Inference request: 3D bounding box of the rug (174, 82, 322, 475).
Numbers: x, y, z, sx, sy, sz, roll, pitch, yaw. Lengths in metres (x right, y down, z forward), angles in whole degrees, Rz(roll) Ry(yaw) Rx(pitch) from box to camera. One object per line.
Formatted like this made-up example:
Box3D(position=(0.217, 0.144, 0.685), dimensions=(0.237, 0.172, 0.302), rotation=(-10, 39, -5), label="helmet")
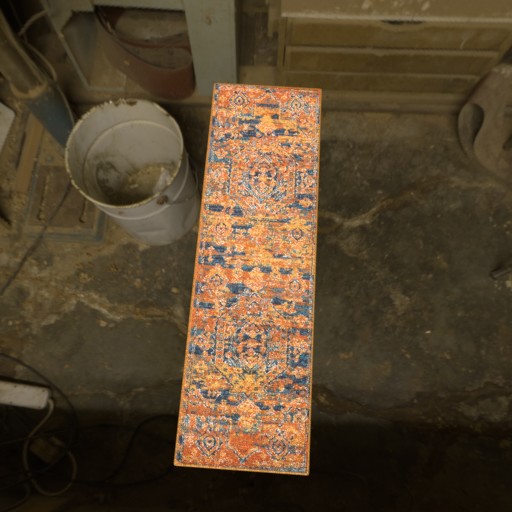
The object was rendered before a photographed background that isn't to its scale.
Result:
Box3D(position=(0.000, 0.000, 2.046), dimensions=(0.556, 0.013, 1.820), rotation=(4, 75, 1), label="rug")
